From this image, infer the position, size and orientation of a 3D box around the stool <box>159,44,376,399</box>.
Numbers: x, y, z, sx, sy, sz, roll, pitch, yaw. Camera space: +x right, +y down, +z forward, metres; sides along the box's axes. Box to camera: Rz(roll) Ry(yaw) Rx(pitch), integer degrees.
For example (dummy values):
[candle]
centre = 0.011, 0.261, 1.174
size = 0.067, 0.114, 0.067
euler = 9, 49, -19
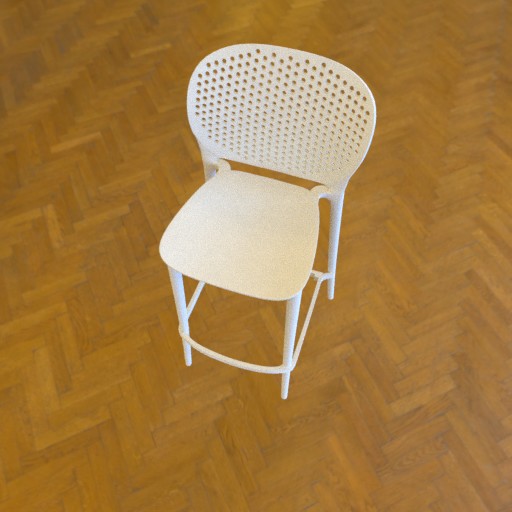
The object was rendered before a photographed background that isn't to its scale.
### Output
[stool]
centre = 0.000, 0.000, 1.351
size = 0.536, 1.045, 0.535
euler = 16, 60, 10
